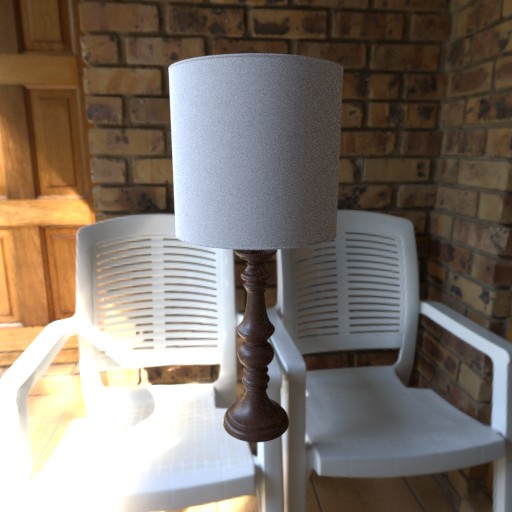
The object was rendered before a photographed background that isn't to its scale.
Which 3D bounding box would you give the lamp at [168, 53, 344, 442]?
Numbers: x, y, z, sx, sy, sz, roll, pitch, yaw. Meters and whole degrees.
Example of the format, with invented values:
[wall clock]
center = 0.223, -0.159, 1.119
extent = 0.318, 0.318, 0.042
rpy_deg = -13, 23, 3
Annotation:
[lamp]
center = 0.000, 0.000, 0.709
extent = 0.250, 0.597, 0.250
rpy_deg = -3, 14, -12
